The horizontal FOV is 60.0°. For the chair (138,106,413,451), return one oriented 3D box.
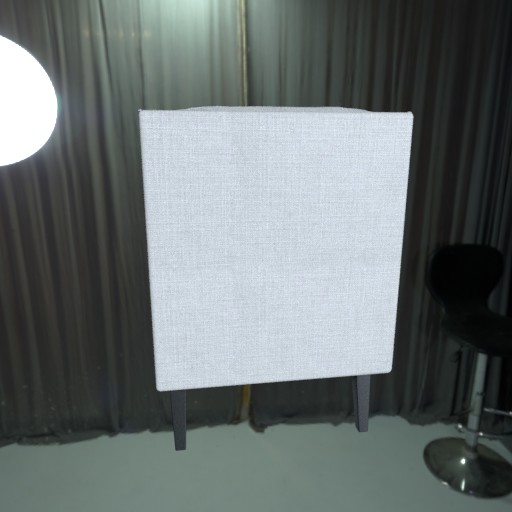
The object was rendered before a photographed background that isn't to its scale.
[{"bbox_3d":[0.000,0.000,1.463,0.658,0.891,0.772,-2,15,-8],"label":"chair"}]
